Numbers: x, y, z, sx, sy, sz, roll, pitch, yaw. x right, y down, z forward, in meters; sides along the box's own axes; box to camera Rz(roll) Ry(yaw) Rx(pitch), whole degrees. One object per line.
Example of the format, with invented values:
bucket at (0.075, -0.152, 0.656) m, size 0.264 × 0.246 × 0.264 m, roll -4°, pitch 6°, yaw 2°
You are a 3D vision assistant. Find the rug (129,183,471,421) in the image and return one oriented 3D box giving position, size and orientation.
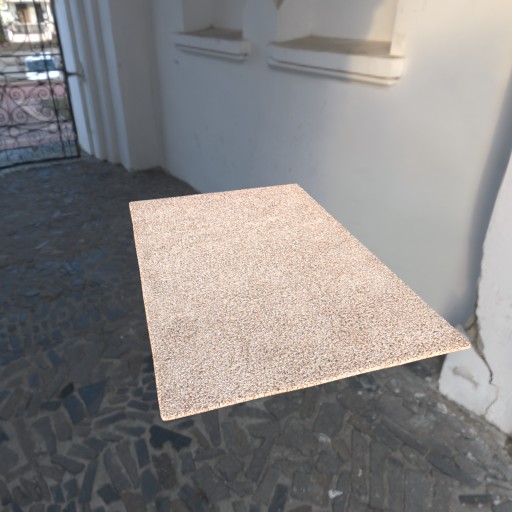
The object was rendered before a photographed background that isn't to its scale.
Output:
rug at (0.000, 0.000, 3.466) m, size 1.778 × 0.030 × 2.743 m, roll -9°, pitch 31°, yaw -15°
